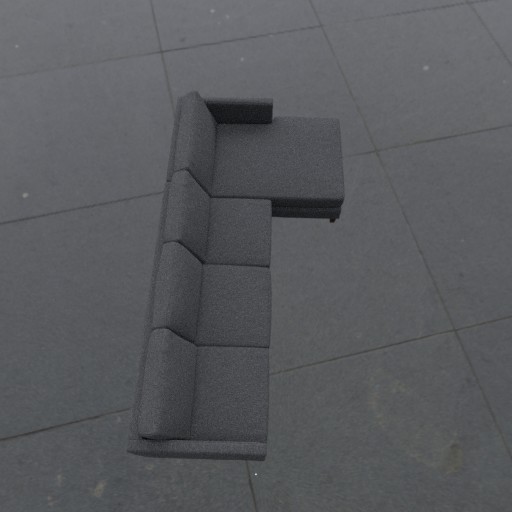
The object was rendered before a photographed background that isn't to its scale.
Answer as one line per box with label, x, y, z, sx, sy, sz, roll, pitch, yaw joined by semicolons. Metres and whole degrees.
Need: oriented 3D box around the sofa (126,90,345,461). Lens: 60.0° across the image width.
sofa;0.000;0.000;3.809;1.625;0.846;3.186;1;64;1
